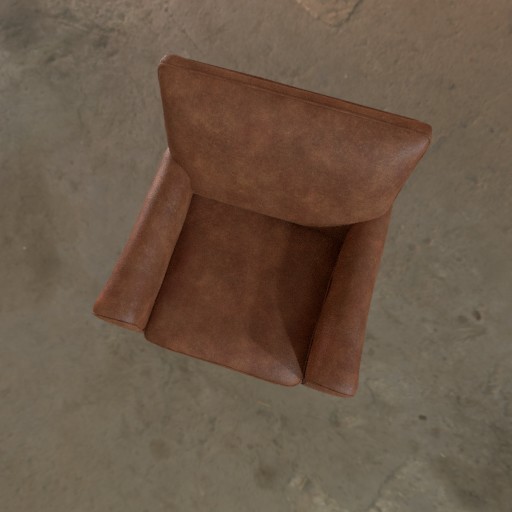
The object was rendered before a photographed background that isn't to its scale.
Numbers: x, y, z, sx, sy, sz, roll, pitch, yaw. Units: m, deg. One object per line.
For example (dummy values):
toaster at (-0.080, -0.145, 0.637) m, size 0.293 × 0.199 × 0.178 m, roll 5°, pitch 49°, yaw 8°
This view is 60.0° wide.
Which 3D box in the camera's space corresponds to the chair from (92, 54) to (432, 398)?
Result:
chair at (0.000, 0.000, 1.619) m, size 0.870 × 0.943 × 0.823 m, roll 17°, pitch 75°, yaw 5°
